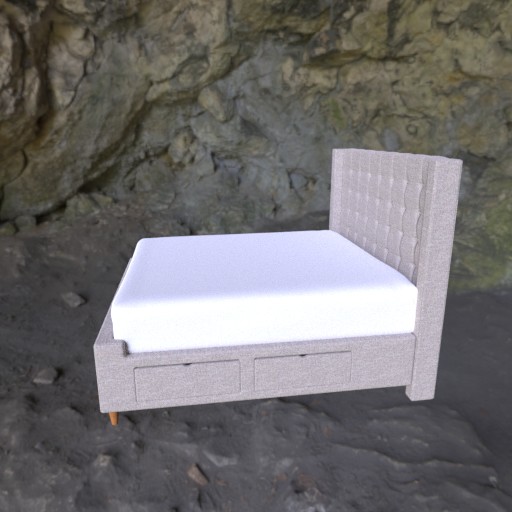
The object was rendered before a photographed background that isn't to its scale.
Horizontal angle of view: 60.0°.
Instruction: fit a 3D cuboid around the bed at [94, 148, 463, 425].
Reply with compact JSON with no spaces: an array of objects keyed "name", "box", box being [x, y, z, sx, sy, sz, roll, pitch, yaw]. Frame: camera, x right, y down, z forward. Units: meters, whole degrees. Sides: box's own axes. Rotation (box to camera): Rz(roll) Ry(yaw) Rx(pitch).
[{"name":"bed","box":[0.000,0.000,3.832,2.372,1.748,2.044,-2,16,-9]}]
